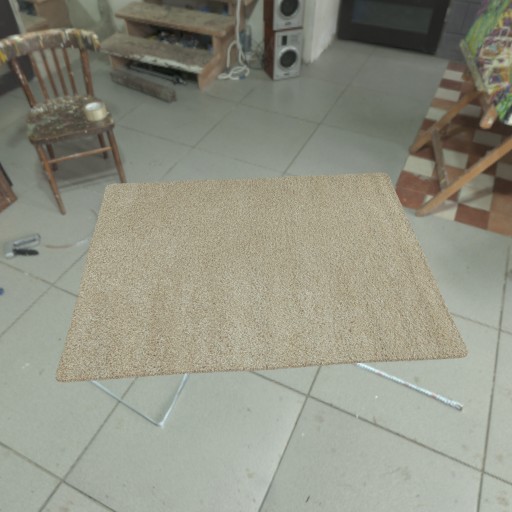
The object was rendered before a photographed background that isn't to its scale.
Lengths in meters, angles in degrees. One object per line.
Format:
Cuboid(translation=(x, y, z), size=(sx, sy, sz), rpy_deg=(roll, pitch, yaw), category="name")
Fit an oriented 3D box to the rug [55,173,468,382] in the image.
Cuboid(translation=(0.000, 0.000, 2.116), size=(1.600, 0.025, 1.199), rpy_deg=(-3, 47, -3), category="rug")
